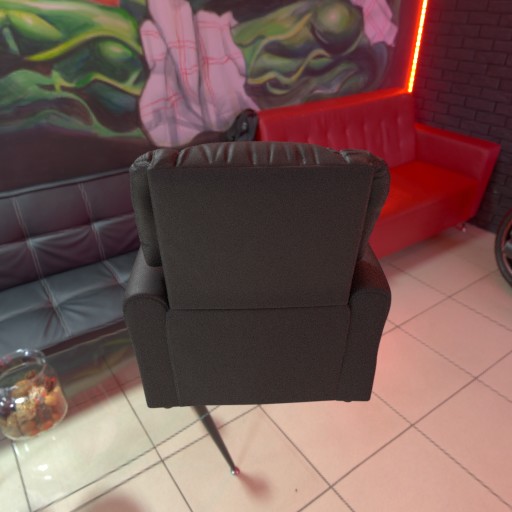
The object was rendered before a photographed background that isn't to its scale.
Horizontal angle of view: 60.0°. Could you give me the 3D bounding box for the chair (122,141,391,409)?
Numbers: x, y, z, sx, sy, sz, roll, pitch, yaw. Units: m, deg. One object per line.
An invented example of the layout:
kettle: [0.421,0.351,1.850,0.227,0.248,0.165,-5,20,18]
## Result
chair: [0.000,0.000,1.134,0.610,0.709,0.521,-1,31,-2]
